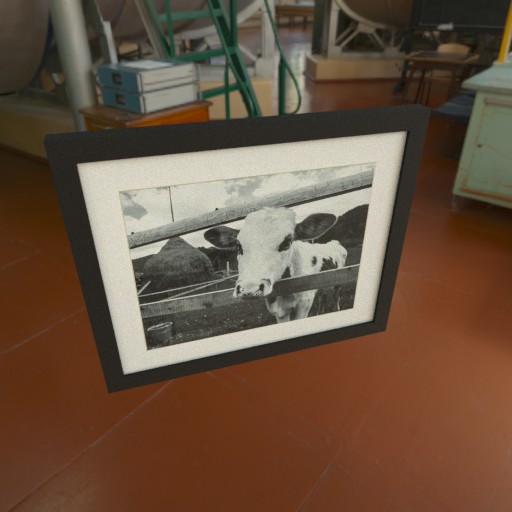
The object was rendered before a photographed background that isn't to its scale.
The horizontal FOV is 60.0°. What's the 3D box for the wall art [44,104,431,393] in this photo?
[{"bbox_3d":[0.000,0.000,0.543,0.404,0.329,0.024,-9,33,-15],"label":"wall art"}]
